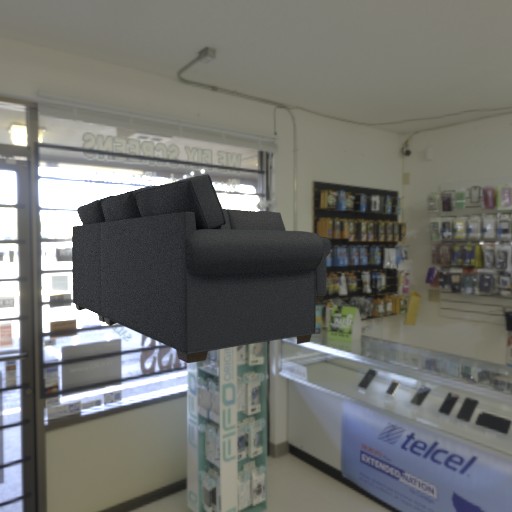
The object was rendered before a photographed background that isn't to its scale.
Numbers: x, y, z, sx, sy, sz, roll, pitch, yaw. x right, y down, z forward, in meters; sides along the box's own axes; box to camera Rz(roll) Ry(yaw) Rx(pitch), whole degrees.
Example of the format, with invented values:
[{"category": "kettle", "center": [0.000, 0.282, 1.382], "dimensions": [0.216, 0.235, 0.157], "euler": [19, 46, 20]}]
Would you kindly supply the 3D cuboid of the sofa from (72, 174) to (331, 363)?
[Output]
[{"category": "sofa", "center": [0.000, 0.000, 3.981], "dimensions": [2.562, 1.042, 2.487], "euler": [-1, 2, -36]}]
